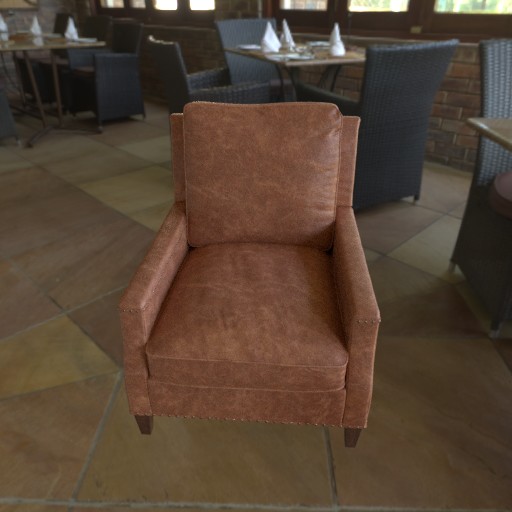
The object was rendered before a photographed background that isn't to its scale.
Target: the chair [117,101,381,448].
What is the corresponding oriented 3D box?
[{"bbox_3d":[0.000,0.000,1.791,0.854,1.054,1.035,2,30,4],"label":"chair"}]
